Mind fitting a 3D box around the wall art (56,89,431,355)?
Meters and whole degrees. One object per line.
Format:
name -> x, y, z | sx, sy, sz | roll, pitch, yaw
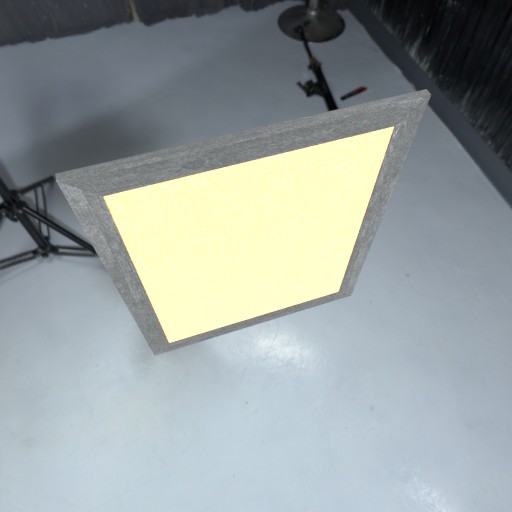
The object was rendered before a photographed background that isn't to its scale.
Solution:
wall art -> 0.000, 0.000, 0.781 | 0.476, 0.570, 0.013 | -16, 59, -10
